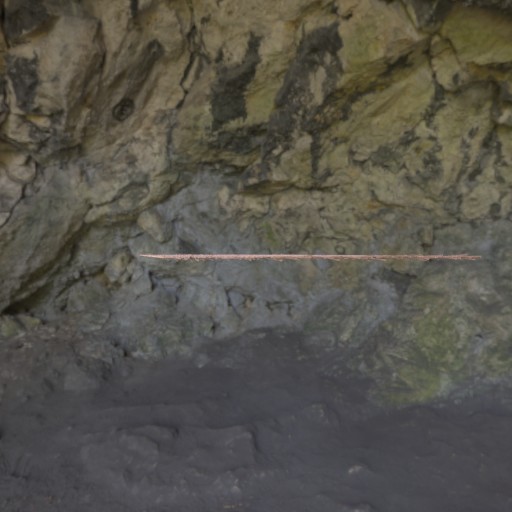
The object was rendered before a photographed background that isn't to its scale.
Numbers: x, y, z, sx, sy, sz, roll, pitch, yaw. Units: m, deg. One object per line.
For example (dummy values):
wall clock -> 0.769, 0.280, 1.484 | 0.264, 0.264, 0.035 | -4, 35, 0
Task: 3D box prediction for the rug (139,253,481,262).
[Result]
rug -> 0.000, 0.000, 2.546 | 1.224, 0.027, 2.085 | 0, 0, -17
